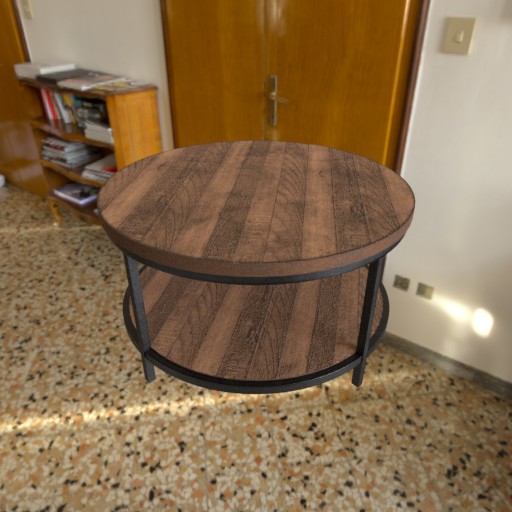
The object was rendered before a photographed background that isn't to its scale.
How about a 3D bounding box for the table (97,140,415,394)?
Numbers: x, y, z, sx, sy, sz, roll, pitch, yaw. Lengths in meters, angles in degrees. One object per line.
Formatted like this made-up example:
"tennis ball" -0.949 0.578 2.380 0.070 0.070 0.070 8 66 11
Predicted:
"table" 0.000 0.000 1.336 0.837 0.462 0.837 0 31 0
